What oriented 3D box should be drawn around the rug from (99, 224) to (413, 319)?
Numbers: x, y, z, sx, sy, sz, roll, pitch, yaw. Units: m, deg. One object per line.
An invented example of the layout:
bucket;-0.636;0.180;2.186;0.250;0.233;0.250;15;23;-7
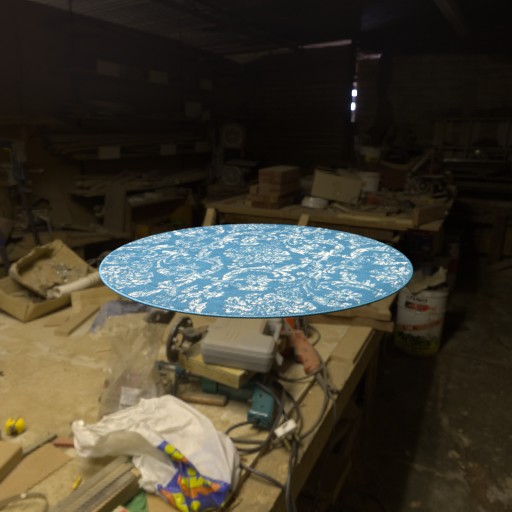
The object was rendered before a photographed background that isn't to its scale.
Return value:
rug;0.000;0.000;2.372;1.593;0.012;1.593;0;16;0
